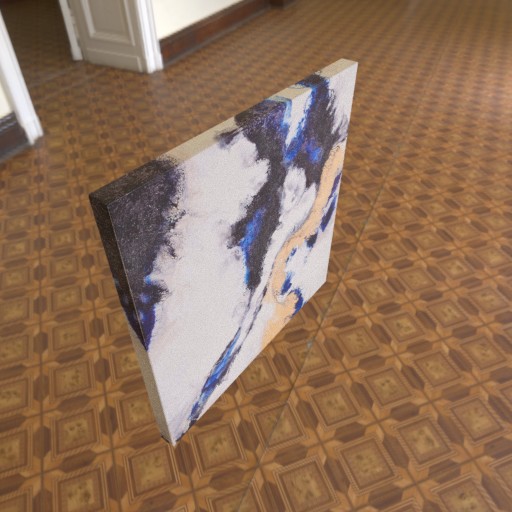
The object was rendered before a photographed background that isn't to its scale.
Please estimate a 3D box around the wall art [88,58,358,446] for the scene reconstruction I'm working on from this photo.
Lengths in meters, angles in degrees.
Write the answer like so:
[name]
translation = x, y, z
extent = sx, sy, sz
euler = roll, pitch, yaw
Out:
[wall art]
translation = 0.000, 0.000, 0.899
extent = 0.039, 0.609, 0.609
euler = 27, 49, 27
